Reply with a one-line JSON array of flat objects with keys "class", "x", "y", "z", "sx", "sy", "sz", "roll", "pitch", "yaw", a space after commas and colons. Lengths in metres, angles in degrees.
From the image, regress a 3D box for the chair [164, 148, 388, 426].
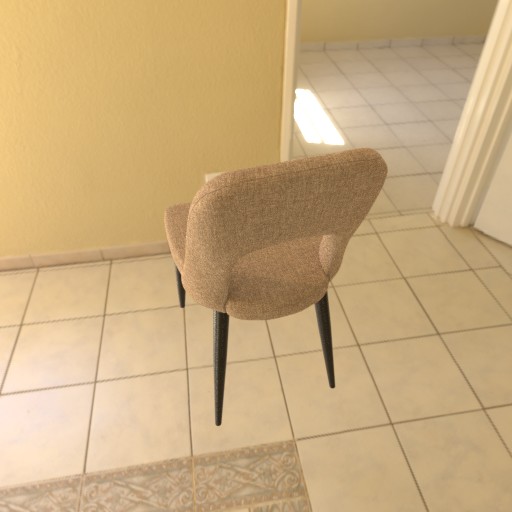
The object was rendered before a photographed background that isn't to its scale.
[{"class": "chair", "x": 0.000, "y": 0.000, "z": 1.309, "sx": 0.470, "sy": 0.931, "sz": 0.612, "roll": -13, "pitch": 43, "yaw": -14}]
